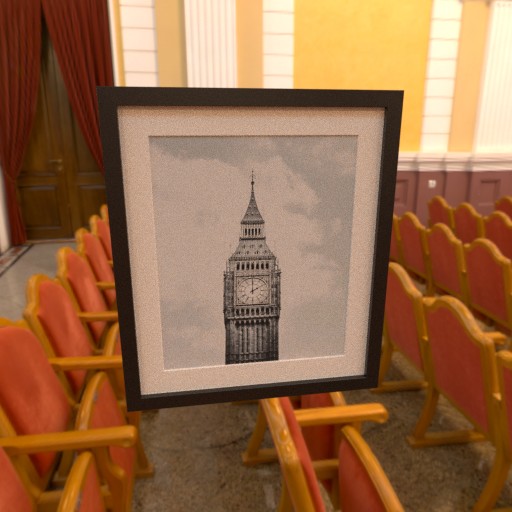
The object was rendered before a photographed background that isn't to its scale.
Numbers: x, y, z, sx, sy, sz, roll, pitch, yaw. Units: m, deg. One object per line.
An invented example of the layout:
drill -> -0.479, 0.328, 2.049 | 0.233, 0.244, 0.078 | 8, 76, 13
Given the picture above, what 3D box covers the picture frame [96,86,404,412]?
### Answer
picture frame -> 0.000, 0.000, 0.536 | 0.328, 0.378, 0.034 | -3, 17, -9
